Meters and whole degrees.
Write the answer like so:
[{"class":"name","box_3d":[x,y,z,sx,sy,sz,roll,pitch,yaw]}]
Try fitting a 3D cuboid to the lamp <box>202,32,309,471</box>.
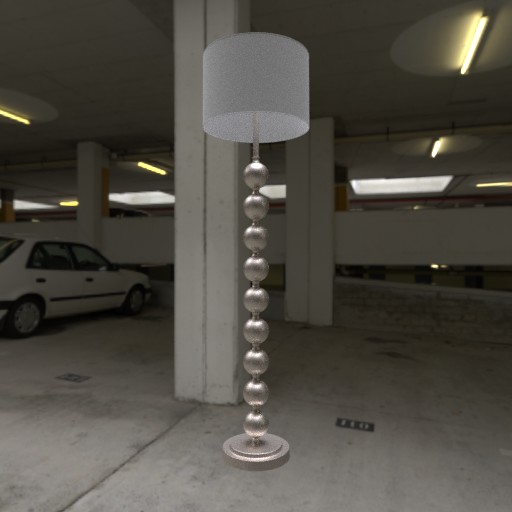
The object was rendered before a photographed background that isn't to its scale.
[{"class":"lamp","box_3d":[0.000,0.000,1.643,0.394,1.474,0.394,0,0,17]}]
